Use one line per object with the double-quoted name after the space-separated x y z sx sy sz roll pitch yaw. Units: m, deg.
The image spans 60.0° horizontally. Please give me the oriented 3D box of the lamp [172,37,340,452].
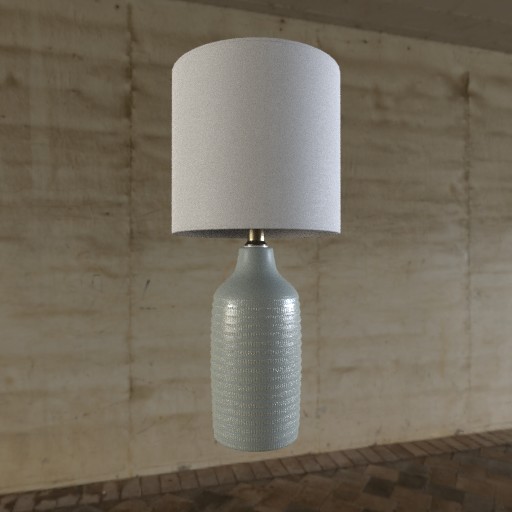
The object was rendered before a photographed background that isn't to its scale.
0.000 0.000 0.590 0.220 0.475 0.220 0 -1 17 "lamp"
